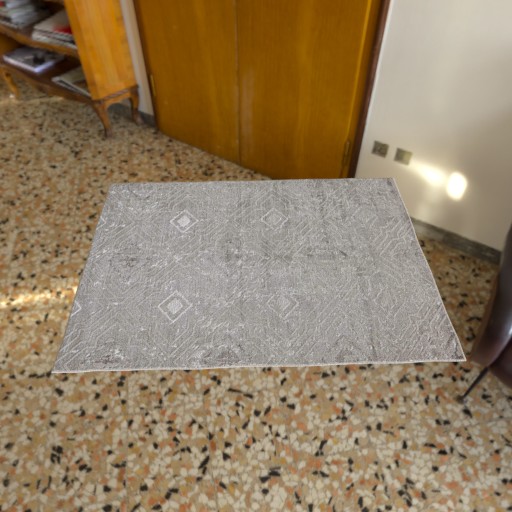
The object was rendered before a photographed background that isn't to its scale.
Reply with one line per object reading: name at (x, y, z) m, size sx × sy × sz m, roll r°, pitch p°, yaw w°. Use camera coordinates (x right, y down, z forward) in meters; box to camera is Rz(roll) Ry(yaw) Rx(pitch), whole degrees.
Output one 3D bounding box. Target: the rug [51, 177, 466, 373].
rug at (0.000, 0.000, 4.401) m, size 3.359 × 0.020 × 2.448 m, roll -1°, pitch 47°, yaw -1°
